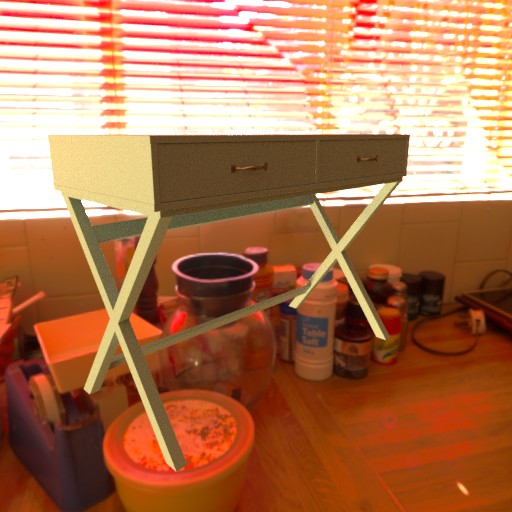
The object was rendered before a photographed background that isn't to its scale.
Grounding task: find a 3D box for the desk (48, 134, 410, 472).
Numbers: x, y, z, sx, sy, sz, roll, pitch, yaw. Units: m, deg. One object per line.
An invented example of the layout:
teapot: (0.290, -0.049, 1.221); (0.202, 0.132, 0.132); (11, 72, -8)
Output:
desk: (0.000, 0.000, 1.474); (1.057, 0.780, 0.525); (-15, 21, -43)
